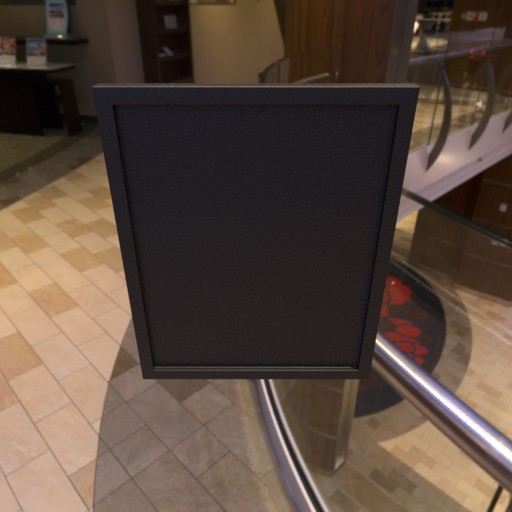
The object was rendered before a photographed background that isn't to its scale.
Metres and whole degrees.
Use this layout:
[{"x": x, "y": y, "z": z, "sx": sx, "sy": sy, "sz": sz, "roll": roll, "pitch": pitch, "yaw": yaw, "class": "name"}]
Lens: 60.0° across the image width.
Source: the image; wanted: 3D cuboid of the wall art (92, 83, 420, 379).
[{"x": 0.000, "y": 0.000, "z": 0.767, "sx": 0.457, "sy": 0.559, "sz": 0.028, "roll": 0, "pitch": 30, "yaw": 0, "class": "wall art"}]
